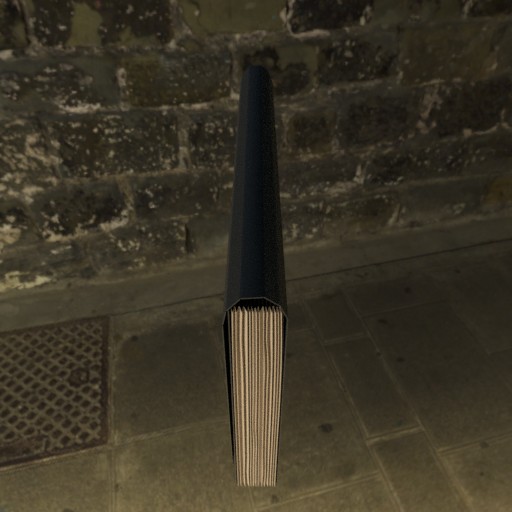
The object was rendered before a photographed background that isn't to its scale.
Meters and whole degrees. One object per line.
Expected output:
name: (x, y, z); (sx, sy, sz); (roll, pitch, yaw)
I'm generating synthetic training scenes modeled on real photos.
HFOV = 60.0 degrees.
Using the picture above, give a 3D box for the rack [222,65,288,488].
rack: (0.000, 0.000, 0.423); (0.041, 0.241, 0.330); (0, 42, 0)
